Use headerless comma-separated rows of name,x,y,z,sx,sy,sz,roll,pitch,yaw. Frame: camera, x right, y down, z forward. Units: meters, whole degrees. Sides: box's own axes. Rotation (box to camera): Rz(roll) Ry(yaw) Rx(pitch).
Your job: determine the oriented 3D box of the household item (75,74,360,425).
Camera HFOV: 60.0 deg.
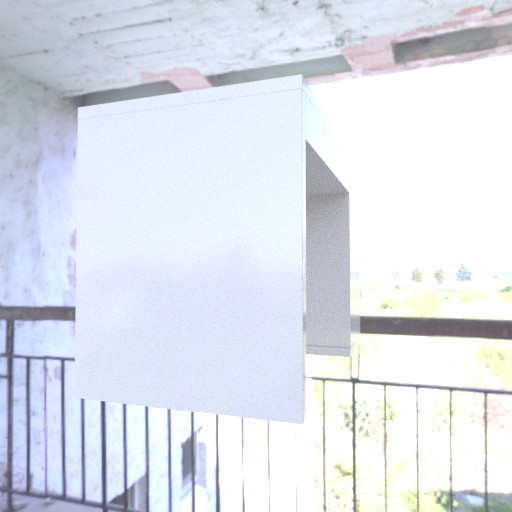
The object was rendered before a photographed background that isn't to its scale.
household item,0.000,0.000,1.561,0.597,0.749,1.100,-1,-2,19
